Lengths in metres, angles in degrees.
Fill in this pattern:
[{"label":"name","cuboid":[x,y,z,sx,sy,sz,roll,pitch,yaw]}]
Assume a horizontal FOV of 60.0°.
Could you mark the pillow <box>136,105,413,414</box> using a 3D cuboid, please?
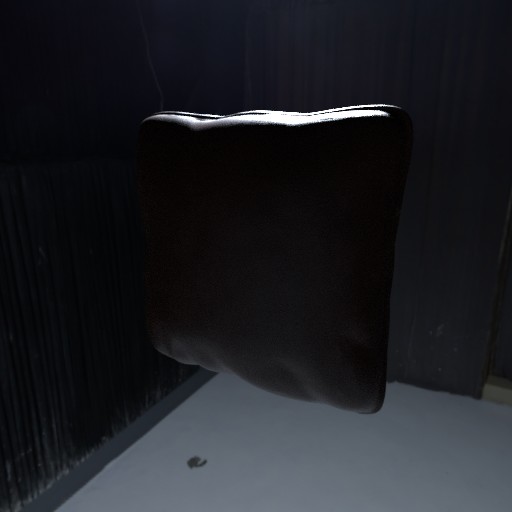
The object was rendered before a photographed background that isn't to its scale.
[{"label":"pillow","cuboid":[0.000,0.000,0.831,0.532,0.523,0.236,9,18,29]}]
